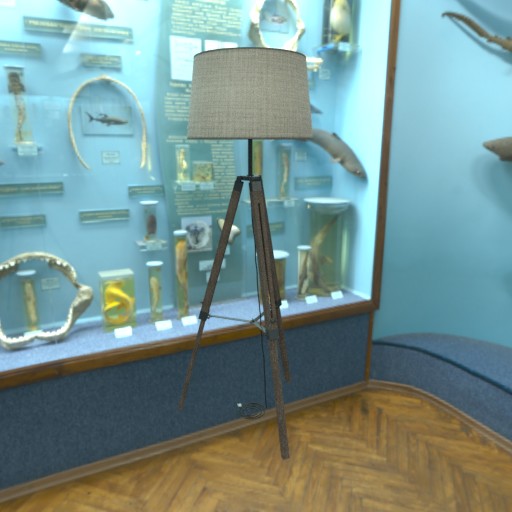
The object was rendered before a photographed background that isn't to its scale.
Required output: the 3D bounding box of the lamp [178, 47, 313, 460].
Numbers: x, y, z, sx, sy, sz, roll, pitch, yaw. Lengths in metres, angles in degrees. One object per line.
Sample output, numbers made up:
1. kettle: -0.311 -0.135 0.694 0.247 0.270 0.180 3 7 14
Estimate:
1. lamp: 0.000 0.000 1.814 0.604 1.510 0.587 -7 16 -25
